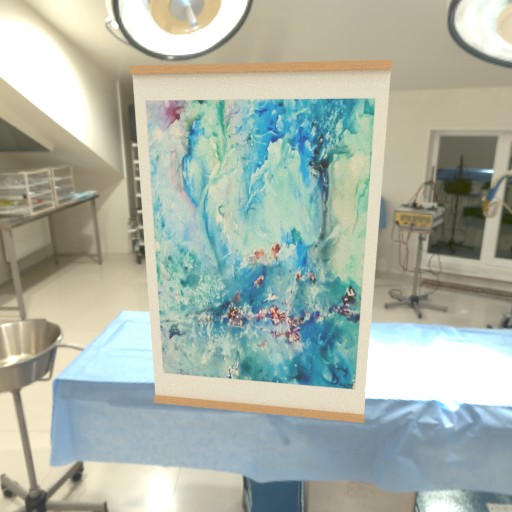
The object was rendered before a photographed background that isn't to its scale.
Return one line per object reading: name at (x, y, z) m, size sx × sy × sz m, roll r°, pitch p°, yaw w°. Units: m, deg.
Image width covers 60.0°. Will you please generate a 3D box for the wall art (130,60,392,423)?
wall art at (0.000, 0.000, 0.636) m, size 0.335 × 0.510 × 0.013 m, roll 2°, pitch 16°, yaw 9°
